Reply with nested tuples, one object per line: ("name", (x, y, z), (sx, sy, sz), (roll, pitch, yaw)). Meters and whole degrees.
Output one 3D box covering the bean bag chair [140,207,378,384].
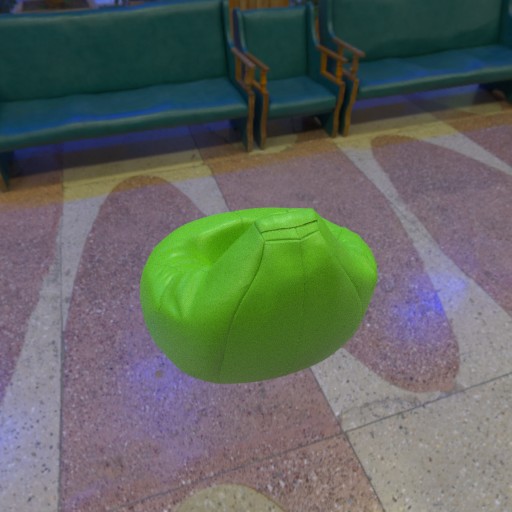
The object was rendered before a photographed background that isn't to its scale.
("bean bag chair", (0.000, 0.000, 1.980), (1.070, 0.990, 1.070), (-11, 43, -12))
